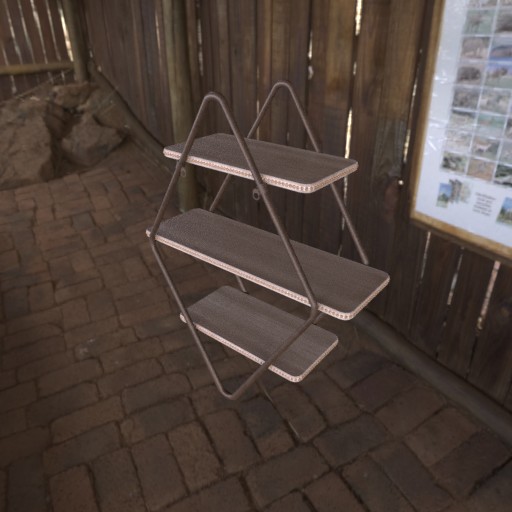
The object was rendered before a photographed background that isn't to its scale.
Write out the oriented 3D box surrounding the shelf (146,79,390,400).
[{"bbox_3d":[0.000,0.000,1.068,0.609,0.774,0.234,21,35,34],"label":"shelf"}]
